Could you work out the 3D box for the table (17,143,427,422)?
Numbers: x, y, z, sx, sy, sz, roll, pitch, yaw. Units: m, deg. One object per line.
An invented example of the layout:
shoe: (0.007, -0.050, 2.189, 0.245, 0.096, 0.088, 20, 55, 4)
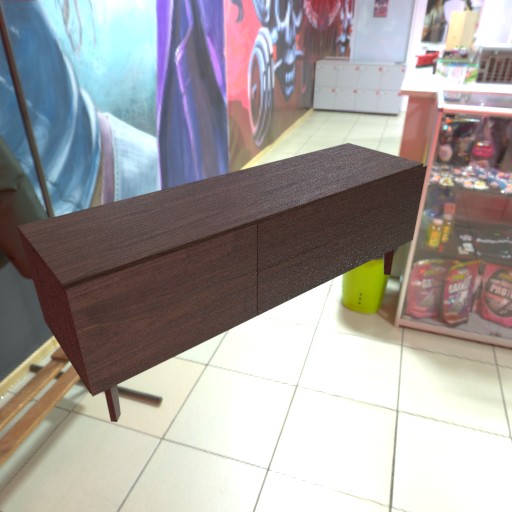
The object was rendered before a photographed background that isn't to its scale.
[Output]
table: (0.000, 0.000, 1.613, 1.397, 0.508, 0.405, -21, 36, -33)
